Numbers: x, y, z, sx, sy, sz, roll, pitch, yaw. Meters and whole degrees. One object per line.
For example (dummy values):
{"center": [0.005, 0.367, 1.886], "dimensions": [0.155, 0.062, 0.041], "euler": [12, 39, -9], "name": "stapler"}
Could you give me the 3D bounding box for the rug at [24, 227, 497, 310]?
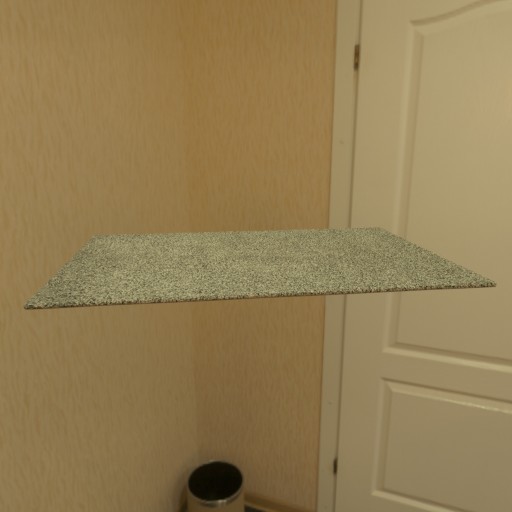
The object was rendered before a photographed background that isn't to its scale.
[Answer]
{"center": [0.000, 0.000, 3.374], "dimensions": [2.743, 0.030, 1.778], "euler": [-2, 15, -8], "name": "rug"}
